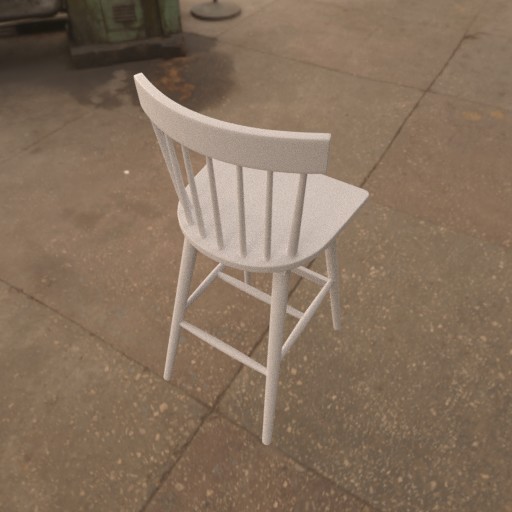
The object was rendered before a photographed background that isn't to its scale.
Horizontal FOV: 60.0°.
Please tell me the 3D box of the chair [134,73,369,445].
[{"bbox_3d":[0.000,0.000,1.340,0.483,1.092,0.572,25,51,22],"label":"chair"}]
